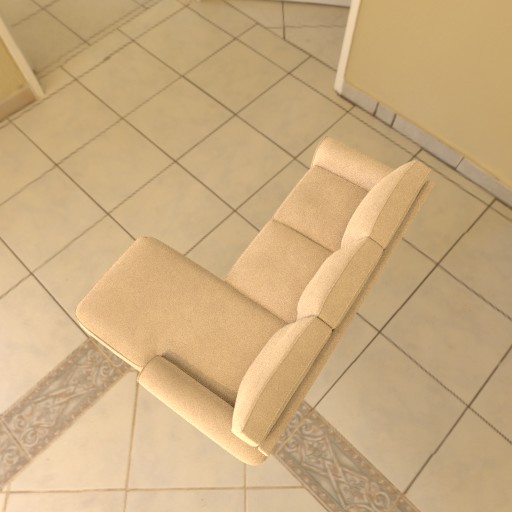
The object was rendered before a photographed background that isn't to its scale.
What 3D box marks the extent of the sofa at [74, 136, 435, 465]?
[{"bbox_3d":[0.000,0.000,2.437,1.226,0.734,1.770,32,68,14],"label":"sofa"}]
